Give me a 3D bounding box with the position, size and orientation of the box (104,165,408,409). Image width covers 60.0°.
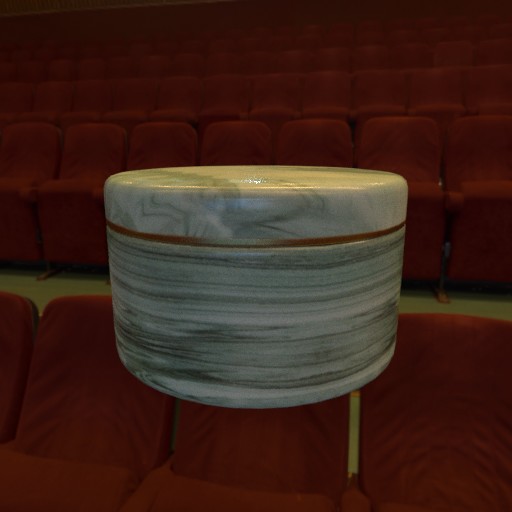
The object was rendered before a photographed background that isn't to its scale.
[{"bbox_3d":[0.000,0.000,0.161,0.101,0.063,0.101,0,14,0],"label":"box"}]
